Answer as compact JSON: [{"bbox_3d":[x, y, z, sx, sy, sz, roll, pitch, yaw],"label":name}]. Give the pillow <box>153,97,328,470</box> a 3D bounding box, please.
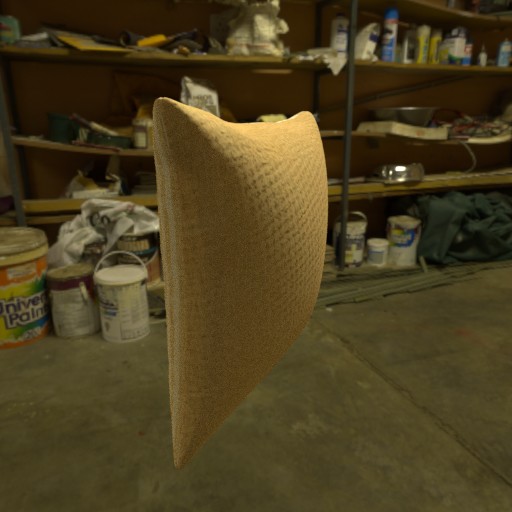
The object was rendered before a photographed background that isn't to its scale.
[{"bbox_3d":[0.000,0.000,0.636,0.173,0.407,0.419,8,18,24],"label":"pillow"}]
